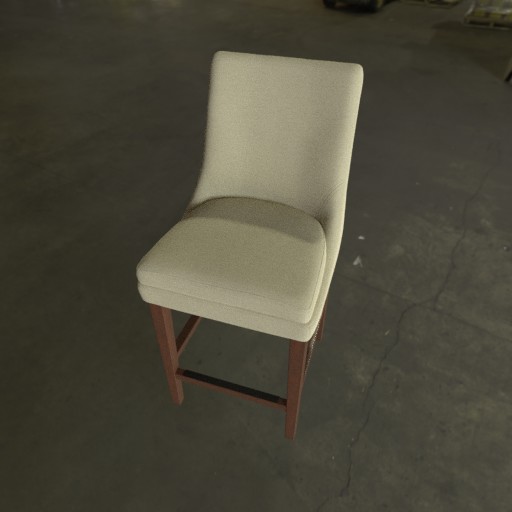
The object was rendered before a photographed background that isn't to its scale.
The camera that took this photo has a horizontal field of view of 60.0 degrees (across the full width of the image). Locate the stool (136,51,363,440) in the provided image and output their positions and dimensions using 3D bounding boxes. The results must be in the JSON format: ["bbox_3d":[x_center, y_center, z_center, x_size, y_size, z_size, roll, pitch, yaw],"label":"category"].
[{"bbox_3d":[0.000,0.000,1.307,0.470,0.981,0.577,12,41,14],"label":"stool"}]
